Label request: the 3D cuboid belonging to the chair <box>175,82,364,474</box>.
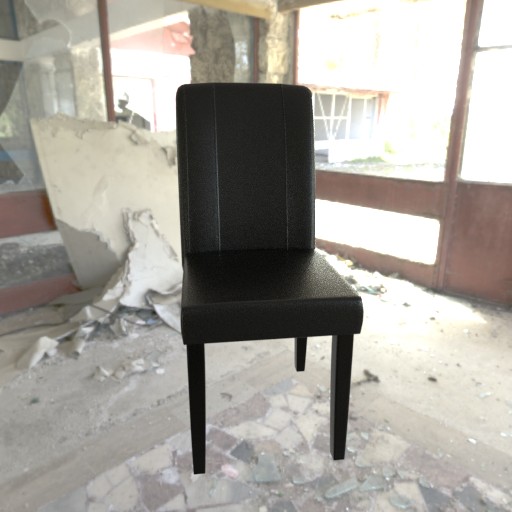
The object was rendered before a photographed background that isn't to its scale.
[{"bbox_3d":[0.000,0.000,1.171,0.399,0.897,0.556,-2,17,-7],"label":"chair"}]
